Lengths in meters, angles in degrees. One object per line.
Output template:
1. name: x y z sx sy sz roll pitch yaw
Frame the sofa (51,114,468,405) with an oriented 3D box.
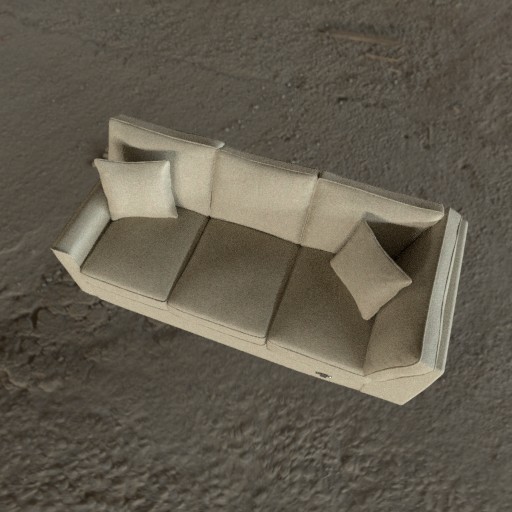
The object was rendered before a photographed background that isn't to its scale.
1. sofa: 0.000 0.000 2.824 2.317 0.962 1.061 18 61 10
